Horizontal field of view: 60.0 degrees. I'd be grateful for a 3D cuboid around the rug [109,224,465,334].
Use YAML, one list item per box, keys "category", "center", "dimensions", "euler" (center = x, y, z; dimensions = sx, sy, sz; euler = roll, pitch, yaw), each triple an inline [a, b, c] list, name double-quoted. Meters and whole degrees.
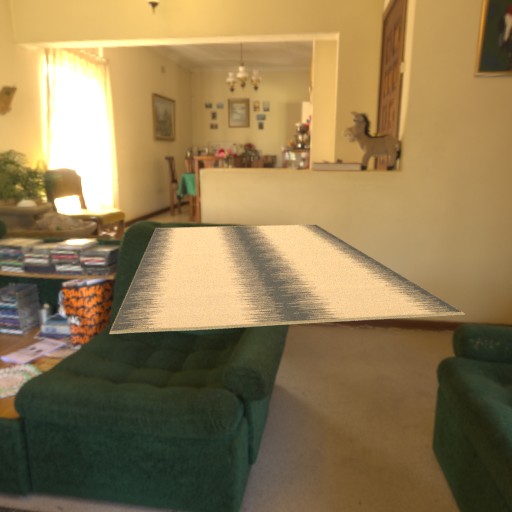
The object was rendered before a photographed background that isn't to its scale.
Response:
- category: "rug"
  center: [0.000, 0.000, 3.024]
  dimensions: [1.519, 0.003, 2.453]
  euler: [-2, 14, -8]
